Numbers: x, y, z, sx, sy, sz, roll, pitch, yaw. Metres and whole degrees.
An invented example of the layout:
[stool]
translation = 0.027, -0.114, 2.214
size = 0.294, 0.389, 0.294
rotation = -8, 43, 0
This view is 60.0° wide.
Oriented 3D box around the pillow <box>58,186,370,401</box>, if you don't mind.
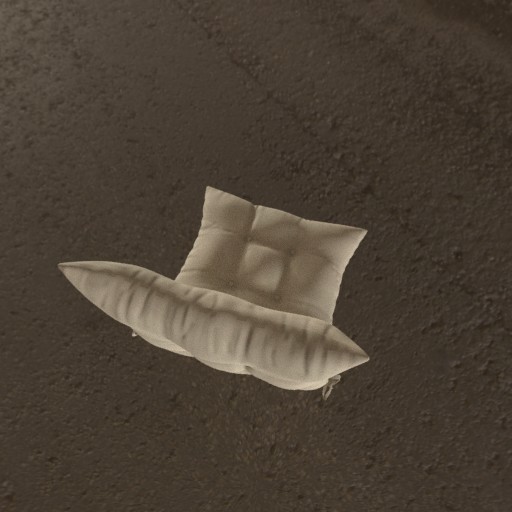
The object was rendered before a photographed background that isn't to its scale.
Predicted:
[pillow]
translation = 0.000, 0.000, 1.012
size = 0.541, 0.536, 0.585
rotation = 16, 63, 8
